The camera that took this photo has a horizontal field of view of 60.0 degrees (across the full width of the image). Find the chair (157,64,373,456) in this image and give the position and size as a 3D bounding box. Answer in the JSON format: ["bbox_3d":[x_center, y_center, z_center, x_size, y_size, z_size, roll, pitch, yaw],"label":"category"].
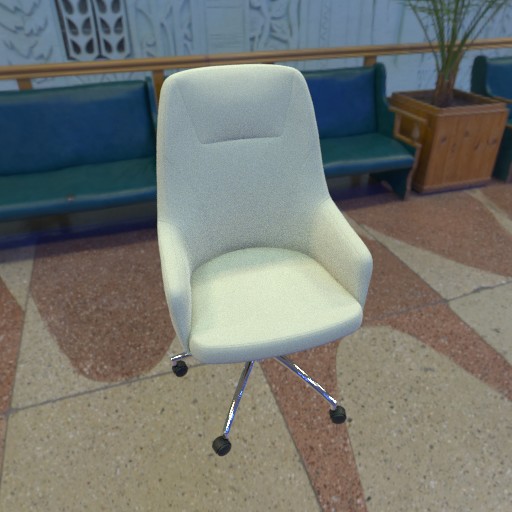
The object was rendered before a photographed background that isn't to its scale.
[{"bbox_3d":[0.000,0.000,1.417,0.620,1.049,0.640,-9,35,-14],"label":"chair"}]
